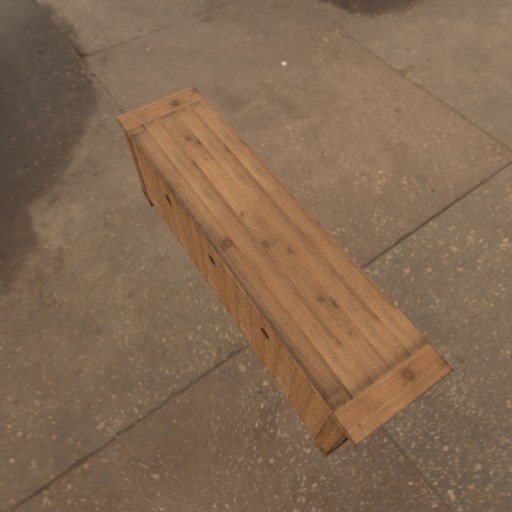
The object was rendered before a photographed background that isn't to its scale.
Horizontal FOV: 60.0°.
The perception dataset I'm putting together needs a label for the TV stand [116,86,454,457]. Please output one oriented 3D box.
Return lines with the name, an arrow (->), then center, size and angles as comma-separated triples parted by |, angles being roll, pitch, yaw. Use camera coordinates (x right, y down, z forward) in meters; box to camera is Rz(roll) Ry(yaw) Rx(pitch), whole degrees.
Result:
TV stand -> 0.000, 0.000, 2.082 | 0.453, 0.573, 1.804 | -29, 62, -17
